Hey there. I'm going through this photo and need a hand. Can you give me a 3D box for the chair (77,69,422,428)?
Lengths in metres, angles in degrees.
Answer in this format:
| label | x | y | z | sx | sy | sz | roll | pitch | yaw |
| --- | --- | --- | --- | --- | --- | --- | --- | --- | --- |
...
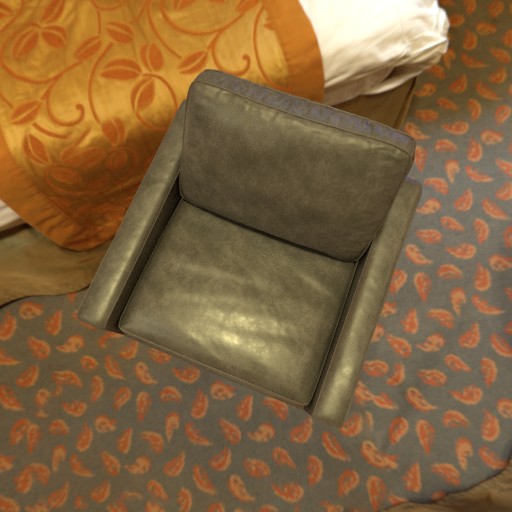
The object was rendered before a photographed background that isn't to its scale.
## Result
| label | x | y | z | sx | sy | sz | roll | pitch | yaw |
| --- | --- | --- | --- | --- | --- | --- | --- | --- | --- |
| chair | 0.000 | 0.000 | 1.699 | 1.006 | 0.916 | 0.939 | 21 | 77 | 5 |
